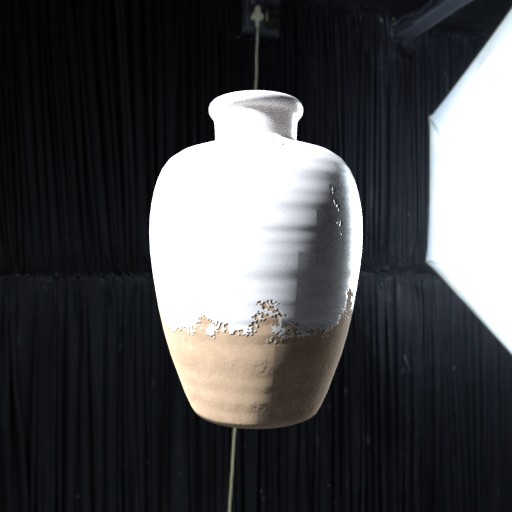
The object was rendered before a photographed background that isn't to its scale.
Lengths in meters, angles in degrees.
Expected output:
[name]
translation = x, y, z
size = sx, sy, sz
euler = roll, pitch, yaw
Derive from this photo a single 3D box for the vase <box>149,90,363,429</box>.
[vase]
translation = 0.000, 0.000, 0.338
size = 0.158, 0.228, 0.158
euler = 0, 1, 0
